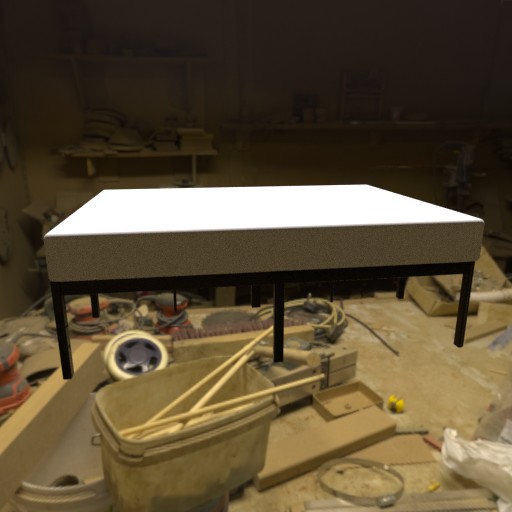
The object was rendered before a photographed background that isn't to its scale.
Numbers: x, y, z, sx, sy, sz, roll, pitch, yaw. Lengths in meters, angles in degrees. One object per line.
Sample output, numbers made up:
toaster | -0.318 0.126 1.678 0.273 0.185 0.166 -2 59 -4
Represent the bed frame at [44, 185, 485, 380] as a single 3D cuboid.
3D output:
bed frame | 0.000 0.000 2.670 1.956 0.659 1.408 -2 16 -9
